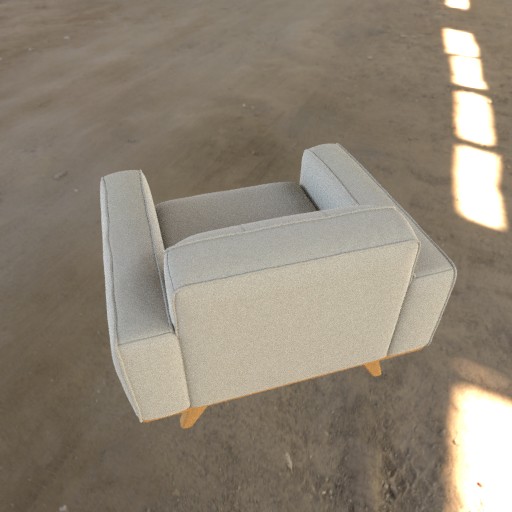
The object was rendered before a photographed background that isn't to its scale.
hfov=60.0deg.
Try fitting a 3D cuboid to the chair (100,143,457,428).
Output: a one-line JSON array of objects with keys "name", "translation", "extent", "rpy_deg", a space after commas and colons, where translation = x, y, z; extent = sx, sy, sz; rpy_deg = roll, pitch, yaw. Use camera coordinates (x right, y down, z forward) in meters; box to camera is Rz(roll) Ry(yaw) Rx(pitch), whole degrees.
[{"name": "chair", "translation": [0.000, 0.000, 1.737], "extent": [1.115, 0.779, 0.953], "rpy_deg": [-11, 42, -12]}]
